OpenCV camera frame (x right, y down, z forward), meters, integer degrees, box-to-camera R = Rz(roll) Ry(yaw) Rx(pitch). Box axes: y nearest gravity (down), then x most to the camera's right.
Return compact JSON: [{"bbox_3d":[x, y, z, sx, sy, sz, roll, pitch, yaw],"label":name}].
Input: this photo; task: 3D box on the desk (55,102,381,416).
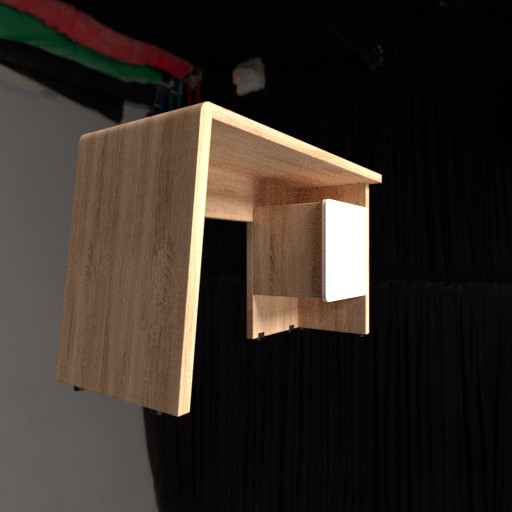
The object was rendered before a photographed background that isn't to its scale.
[{"bbox_3d":[0.000,0.000,1.665,0.500,0.750,1.300,0,0,35],"label":"desk"}]
